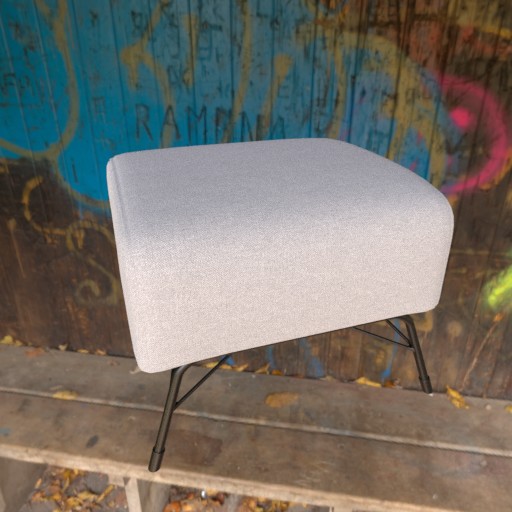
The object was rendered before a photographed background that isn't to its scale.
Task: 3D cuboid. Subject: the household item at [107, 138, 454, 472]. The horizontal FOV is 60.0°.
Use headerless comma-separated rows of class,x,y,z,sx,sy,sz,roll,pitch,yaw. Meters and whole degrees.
household item,0.000,0.000,0.889,0.530,0.410,0.530,-9,28,-17
